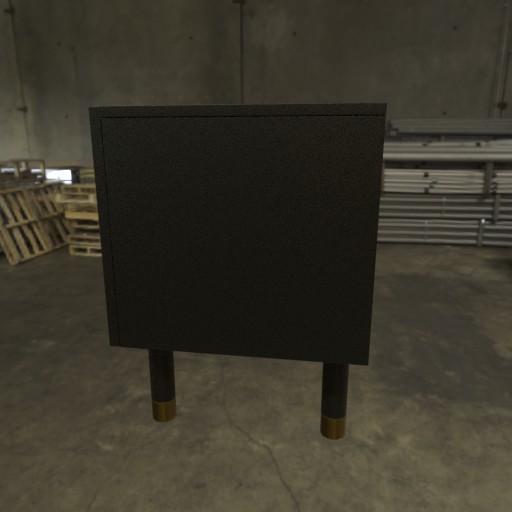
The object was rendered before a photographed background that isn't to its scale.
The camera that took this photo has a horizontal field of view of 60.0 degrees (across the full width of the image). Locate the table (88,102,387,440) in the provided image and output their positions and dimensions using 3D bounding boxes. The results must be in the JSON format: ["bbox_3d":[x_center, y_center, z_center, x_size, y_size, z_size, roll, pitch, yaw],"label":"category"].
[{"bbox_3d":[0.000,0.000,0.964,0.441,0.584,0.564,2,15,9],"label":"table"}]
